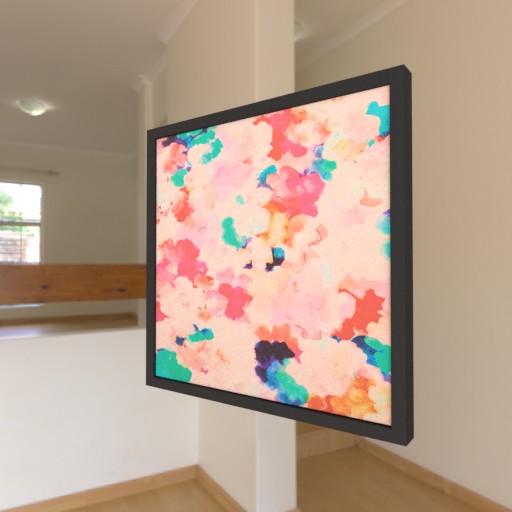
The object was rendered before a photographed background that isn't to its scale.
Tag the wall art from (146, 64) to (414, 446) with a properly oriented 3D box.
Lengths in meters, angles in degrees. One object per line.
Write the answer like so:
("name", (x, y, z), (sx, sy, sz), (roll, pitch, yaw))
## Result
("wall art", (0.000, 0.000, 0.744), (0.506, 0.503, 0.036), (-1, -1, 35))
